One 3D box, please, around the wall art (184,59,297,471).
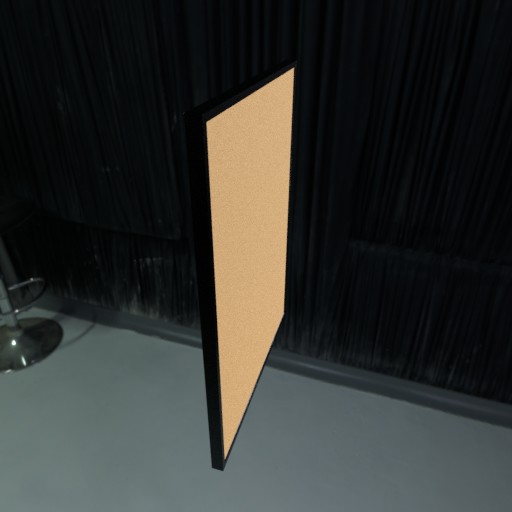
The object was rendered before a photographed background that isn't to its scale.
[{"bbox_3d":[0.000,0.000,1.415,0.040,1.062,0.805,9,32,14],"label":"wall art"}]
